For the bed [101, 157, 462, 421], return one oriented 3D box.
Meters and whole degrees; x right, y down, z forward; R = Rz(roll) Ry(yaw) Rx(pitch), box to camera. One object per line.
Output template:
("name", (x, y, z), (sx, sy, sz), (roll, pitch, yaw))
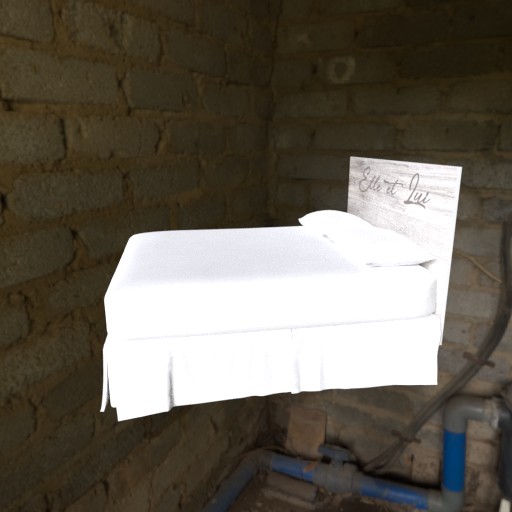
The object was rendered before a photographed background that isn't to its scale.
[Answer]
("bed", (0.000, 0.000, 3.220), (2.094, 1.335, 1.745), (-3, 15, -10))
